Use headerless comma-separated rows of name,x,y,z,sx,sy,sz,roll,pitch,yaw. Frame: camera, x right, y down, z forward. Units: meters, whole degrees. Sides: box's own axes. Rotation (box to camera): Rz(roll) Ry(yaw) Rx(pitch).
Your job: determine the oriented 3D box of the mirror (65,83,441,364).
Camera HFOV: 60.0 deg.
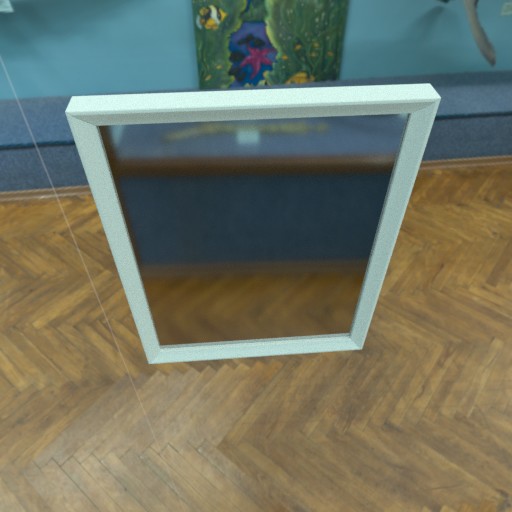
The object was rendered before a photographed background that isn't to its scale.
mirror,0.000,0.000,0.673,0.406,0.509,0.041,-3,46,-3
